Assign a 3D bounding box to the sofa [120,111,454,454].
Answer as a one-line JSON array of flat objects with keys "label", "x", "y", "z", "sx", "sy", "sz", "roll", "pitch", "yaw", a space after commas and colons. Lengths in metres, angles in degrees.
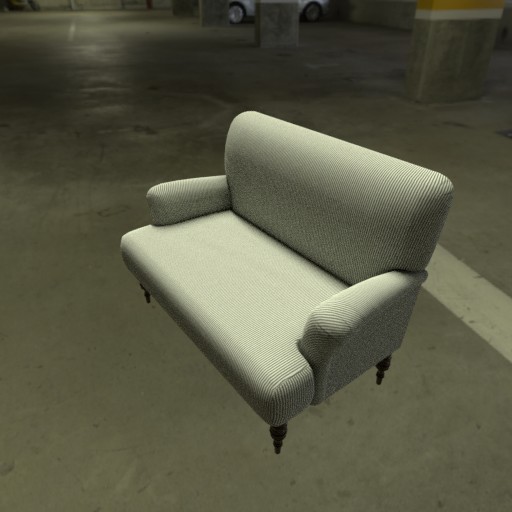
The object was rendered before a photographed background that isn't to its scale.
[{"label": "sofa", "x": 0.000, "y": 0.000, "z": 1.869, "sx": 0.779, "sy": 0.889, "sz": 1.297, "roll": -21, "pitch": 37, "yaw": -30}]
